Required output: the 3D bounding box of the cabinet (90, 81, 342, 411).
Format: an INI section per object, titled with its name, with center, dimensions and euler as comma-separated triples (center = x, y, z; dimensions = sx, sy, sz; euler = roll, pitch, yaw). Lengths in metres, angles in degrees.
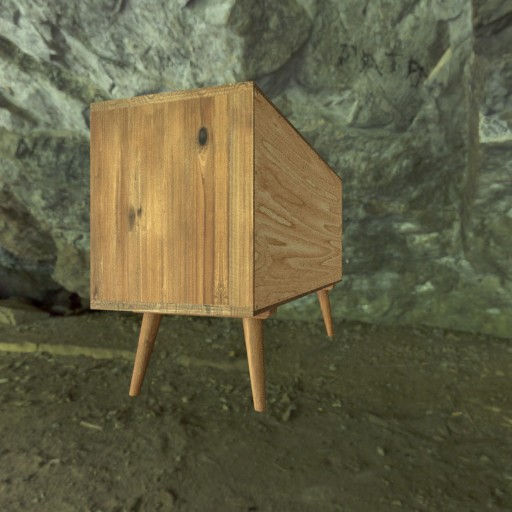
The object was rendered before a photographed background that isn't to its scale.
[cabinet]
center = 0.000, 0.000, 1.743
dimensions = 0.472, 0.800, 1.400
euler = 0, 0, 19
